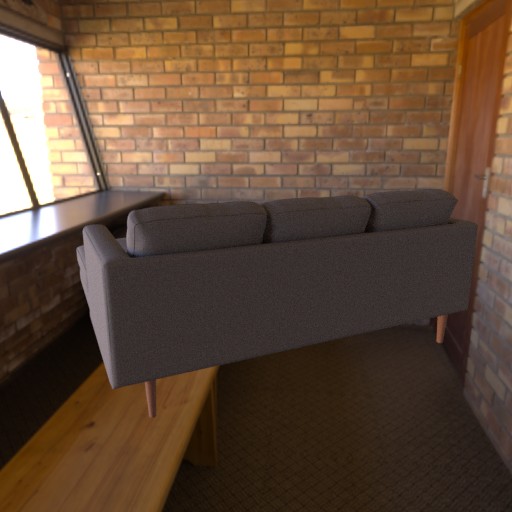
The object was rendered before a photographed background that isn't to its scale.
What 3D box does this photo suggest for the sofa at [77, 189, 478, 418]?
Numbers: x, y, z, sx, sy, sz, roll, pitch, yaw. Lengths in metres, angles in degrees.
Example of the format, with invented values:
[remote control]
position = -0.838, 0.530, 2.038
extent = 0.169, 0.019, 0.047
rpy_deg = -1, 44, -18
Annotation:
[sofa]
position = 0.000, 0.000, 2.817
extent = 2.031, 0.897, 1.591
rpy_deg = -7, 16, -25
